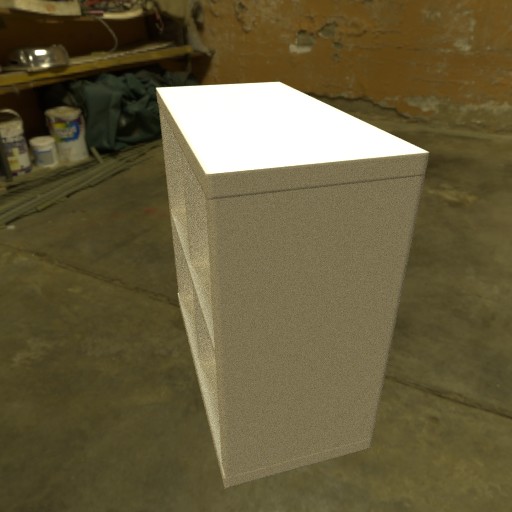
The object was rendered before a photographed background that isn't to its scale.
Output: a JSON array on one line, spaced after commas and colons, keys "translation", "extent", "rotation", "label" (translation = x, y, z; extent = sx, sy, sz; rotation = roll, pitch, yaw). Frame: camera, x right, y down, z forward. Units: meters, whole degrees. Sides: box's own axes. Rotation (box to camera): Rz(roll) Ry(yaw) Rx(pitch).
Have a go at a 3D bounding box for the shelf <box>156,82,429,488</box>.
[{"translation": [0.000, 0.000, 1.241], "extent": [0.390, 0.786, 0.790], "rotation": [-8, 31, -14], "label": "shelf"}]
